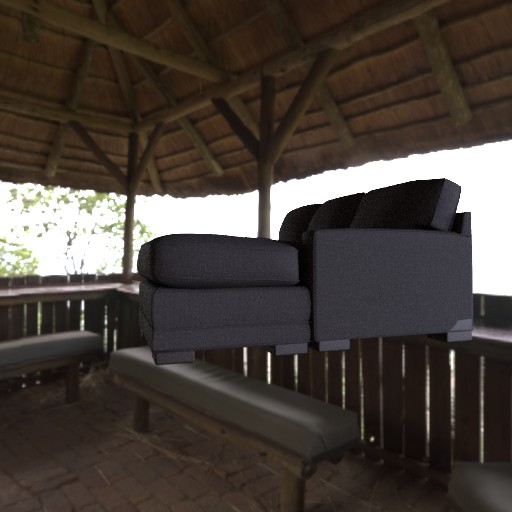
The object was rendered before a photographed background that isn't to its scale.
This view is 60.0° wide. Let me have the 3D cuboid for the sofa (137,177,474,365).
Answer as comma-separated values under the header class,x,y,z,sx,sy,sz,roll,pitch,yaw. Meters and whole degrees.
class,x,y,z,sx,sy,sz,roll,pitch,yaw
sofa,0.000,0.000,3.313,1.790,0.973,2.370,0,0,-18
